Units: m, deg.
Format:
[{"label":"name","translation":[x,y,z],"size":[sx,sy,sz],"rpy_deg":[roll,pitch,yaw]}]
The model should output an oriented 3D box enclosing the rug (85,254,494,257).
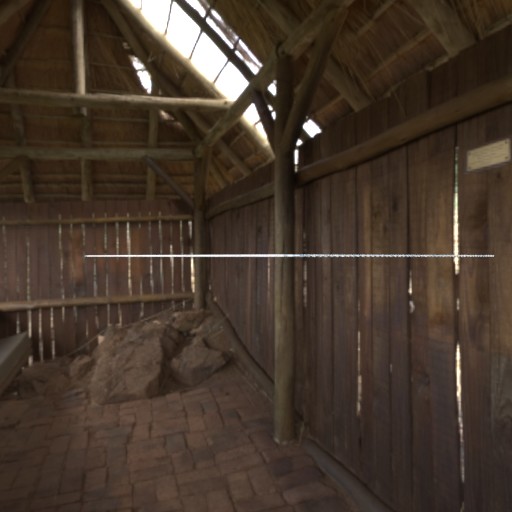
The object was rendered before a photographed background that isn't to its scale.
[{"label":"rug","translation":[0.000,0.000,3.002],"size":[1.524,0.010,2.438],"rpy_deg":[0,0,-38]}]
